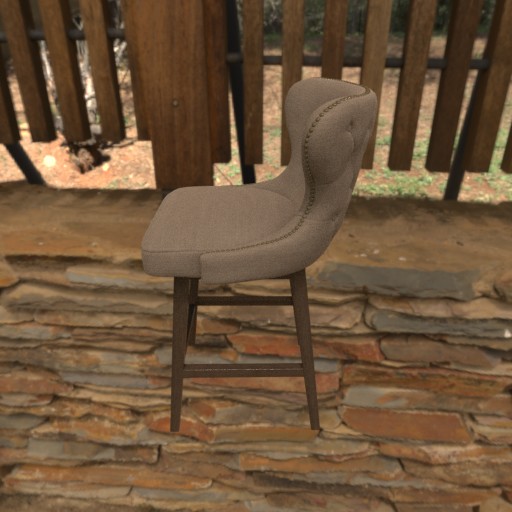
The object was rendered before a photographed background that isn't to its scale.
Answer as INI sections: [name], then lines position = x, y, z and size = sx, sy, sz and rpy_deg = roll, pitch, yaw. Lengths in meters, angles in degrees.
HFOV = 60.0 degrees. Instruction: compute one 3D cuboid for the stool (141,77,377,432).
[stool]
position = 0.000, 0.000, 1.343
size = 0.597, 0.972, 0.615
rpy_deg = 0, 26, 0
